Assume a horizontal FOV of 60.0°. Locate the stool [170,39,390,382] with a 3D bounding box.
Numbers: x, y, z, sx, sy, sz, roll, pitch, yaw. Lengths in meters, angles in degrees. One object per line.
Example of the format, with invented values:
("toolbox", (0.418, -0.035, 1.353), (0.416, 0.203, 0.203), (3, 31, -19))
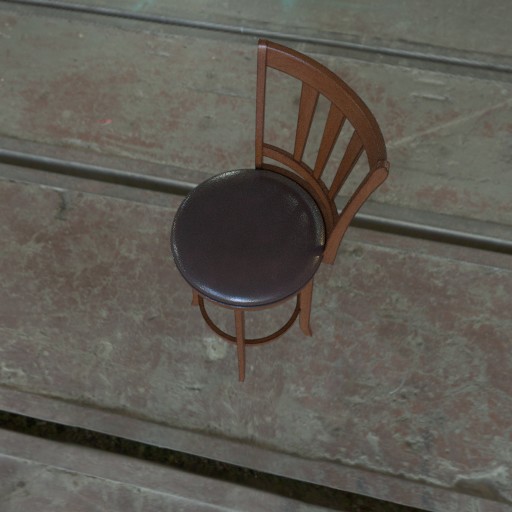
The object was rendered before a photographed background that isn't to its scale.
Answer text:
("stool", (0.000, 0.000, 1.439), (0.503, 1.177, 0.464), (-31, 67, -14))
